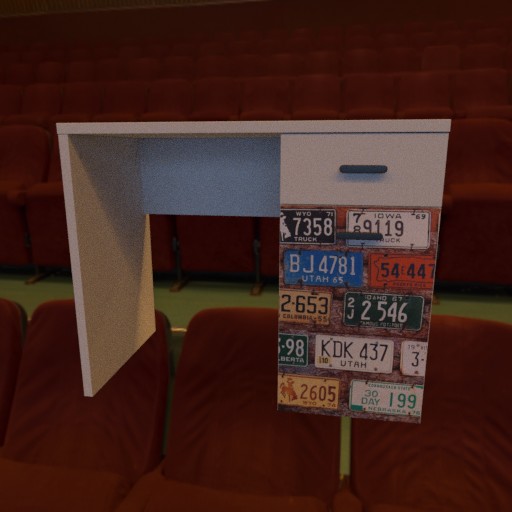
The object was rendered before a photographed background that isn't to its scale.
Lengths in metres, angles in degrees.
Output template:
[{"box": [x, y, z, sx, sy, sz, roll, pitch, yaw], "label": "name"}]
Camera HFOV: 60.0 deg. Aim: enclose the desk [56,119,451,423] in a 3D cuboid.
[{"box": [0.000, 0.000, 1.299, 0.898, 0.730, 0.482, 2, 14, 9], "label": "desk"}]
